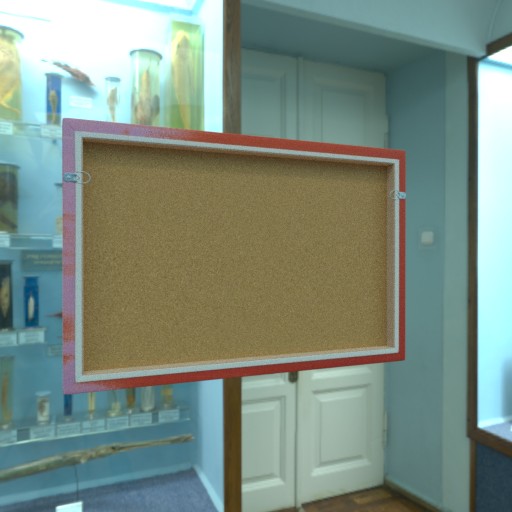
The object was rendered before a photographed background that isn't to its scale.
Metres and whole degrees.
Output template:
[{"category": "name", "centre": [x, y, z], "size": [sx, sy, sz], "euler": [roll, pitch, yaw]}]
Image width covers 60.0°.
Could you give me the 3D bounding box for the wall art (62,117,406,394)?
[{"category": "wall art", "centre": [0.000, 0.000, 1.140], "size": [0.913, 0.609, 0.040], "euler": [0, 0, -20]}]
